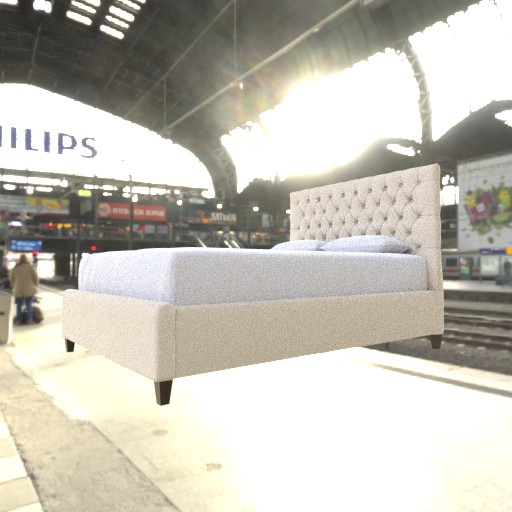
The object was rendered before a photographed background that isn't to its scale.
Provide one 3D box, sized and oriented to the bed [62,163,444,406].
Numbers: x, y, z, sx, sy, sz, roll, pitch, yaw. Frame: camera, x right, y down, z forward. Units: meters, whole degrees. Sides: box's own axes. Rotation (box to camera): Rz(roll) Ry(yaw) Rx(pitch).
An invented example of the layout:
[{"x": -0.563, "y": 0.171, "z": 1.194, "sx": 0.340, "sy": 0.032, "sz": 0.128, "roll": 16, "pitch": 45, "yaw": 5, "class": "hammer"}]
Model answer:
[{"x": 0.000, "y": 0.000, "z": 3.376, "sx": 2.387, "sy": 1.427, "sz": 1.698, "roll": 1, "pitch": -2, "yaw": -37, "class": "bed"}]
